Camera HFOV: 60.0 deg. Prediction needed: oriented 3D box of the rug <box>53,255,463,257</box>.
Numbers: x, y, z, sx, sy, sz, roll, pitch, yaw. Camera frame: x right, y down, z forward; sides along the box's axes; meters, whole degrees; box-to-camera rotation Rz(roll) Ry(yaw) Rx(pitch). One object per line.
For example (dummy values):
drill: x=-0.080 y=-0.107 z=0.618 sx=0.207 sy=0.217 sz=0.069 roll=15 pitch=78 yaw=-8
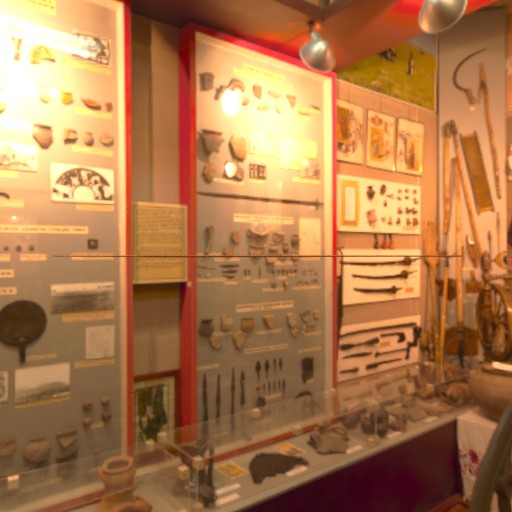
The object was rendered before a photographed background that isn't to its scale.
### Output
rug: x=0.000 y=0.000 z=2.839 sx=2.112 sy=0.009 sz=1.594 roll=0 pitch=0 yaw=-36
